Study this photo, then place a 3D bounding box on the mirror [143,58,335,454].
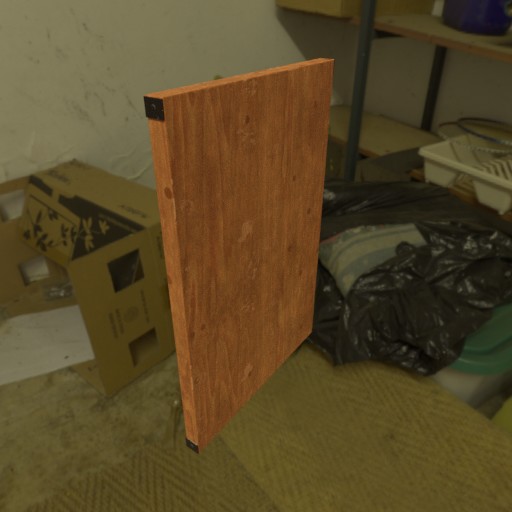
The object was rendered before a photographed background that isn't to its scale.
[{"bbox_3d":[0.000,0.000,0.986,0.053,0.761,0.517,20,36,30],"label":"mirror"}]
